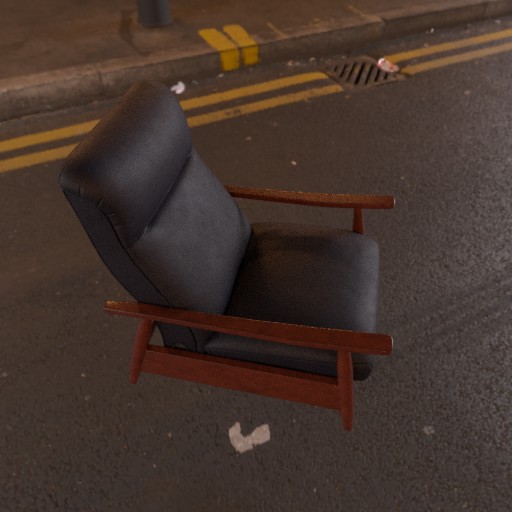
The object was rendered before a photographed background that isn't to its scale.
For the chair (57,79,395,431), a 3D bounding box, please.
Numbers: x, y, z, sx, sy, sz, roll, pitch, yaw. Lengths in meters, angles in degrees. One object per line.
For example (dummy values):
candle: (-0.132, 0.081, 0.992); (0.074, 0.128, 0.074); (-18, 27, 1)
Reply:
chair: (0.000, 0.000, 1.719); (1.014, 1.082, 0.762); (9, 47, 9)
